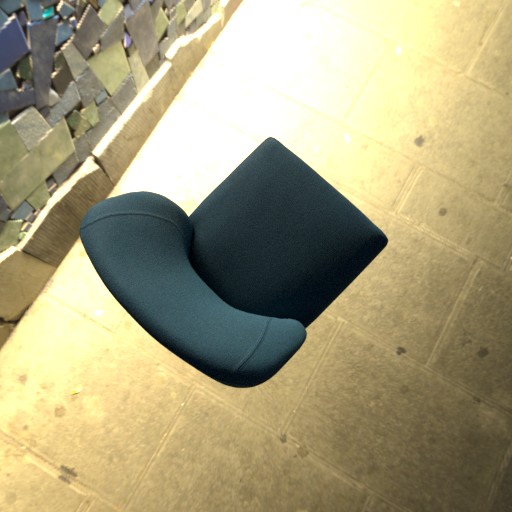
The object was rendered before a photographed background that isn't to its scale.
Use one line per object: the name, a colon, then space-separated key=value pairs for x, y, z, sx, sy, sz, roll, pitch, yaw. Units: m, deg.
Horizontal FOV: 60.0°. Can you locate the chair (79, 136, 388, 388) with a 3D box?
chair: x=0.000 y=0.000 z=1.236 sx=0.507 sy=0.879 sz=0.620 roll=44 pitch=79 yaw=11
